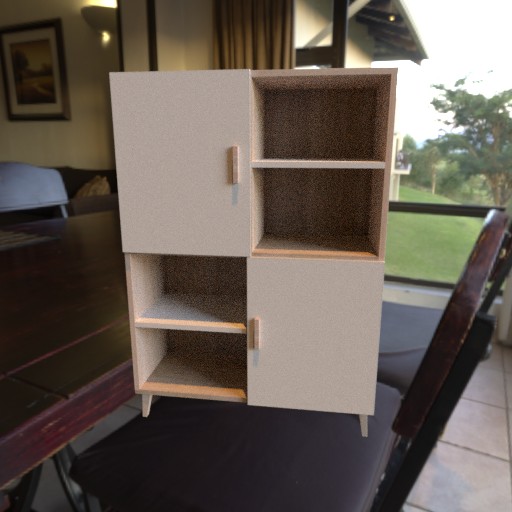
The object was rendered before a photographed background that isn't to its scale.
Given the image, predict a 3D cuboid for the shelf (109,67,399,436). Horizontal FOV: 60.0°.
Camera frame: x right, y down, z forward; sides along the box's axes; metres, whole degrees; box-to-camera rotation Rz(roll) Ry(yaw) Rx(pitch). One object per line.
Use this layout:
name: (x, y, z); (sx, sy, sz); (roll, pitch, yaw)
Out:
shelf: (0.000, 0.000, 1.864); (0.995, 1.405, 0.434); (2, 14, 8)
